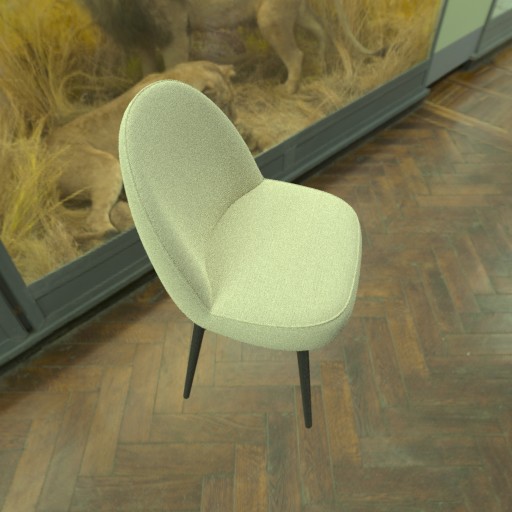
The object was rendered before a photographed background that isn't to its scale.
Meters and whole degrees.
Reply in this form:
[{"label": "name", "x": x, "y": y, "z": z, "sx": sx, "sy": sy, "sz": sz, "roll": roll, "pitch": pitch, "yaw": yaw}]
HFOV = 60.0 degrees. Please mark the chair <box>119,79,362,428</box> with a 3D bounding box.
[{"label": "chair", "x": 0.000, "y": 0.000, "z": 1.172, "sx": 0.540, "sy": 0.838, "sz": 0.532, "roll": 10, "pitch": 47, "yaw": 10}]
